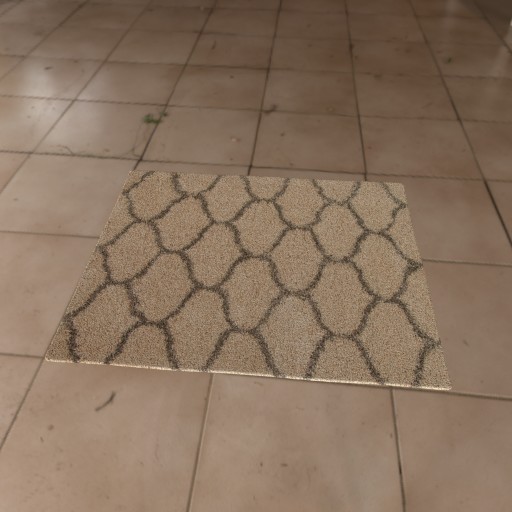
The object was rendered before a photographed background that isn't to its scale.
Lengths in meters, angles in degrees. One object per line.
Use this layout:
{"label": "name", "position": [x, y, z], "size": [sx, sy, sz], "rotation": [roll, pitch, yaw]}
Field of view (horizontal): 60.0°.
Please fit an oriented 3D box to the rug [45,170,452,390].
{"label": "rug", "position": [0.000, 0.000, 4.052], "size": [3.000, 0.026, 2.399], "rotation": [3, 47, 3]}
